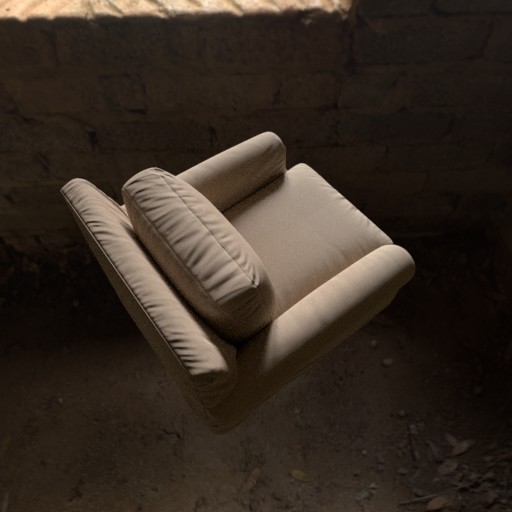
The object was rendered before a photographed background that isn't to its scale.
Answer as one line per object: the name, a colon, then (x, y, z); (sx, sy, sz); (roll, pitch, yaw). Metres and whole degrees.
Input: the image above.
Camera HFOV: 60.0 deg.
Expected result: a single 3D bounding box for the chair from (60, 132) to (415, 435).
chair: (0.000, 0.000, 1.782); (1.066, 0.866, 0.940); (-33, 64, -19)
